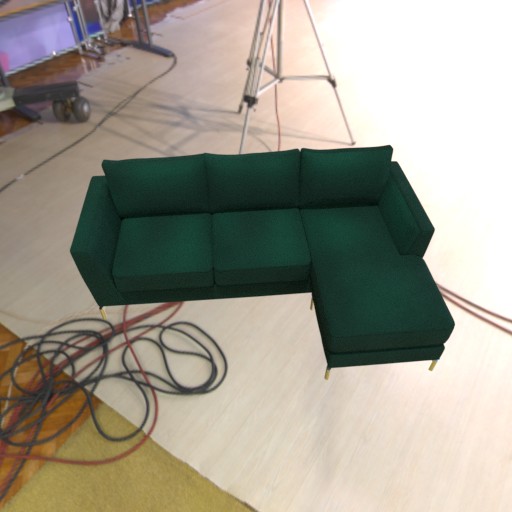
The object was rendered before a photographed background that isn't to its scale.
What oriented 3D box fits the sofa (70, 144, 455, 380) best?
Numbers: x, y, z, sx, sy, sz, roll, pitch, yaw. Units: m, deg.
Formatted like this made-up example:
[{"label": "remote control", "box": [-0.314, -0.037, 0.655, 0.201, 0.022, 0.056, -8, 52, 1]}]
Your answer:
[{"label": "sofa", "box": [0.000, 0.000, 3.167, 2.441, 1.007, 1.489, -4, 46, -3]}]
